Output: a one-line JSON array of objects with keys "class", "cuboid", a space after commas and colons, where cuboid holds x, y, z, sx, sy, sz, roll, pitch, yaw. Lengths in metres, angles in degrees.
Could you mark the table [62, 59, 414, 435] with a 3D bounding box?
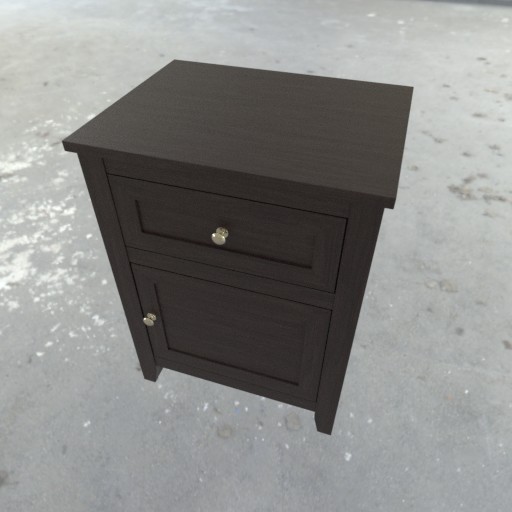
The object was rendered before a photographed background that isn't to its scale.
[{"class": "table", "cuboid": [0.000, 0.000, 0.938, 0.480, 0.635, 0.381, 12, 43, 13]}]
